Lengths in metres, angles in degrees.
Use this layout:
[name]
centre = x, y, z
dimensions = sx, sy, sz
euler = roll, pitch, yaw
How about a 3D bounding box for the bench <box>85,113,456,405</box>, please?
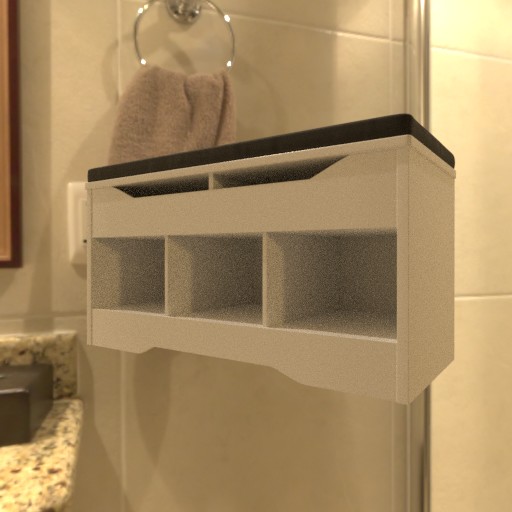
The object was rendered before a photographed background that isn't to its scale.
[bench]
centre = 0.000, 0.000, 1.159
dimensions = 0.899, 0.500, 0.401
euler = 0, 0, 34
